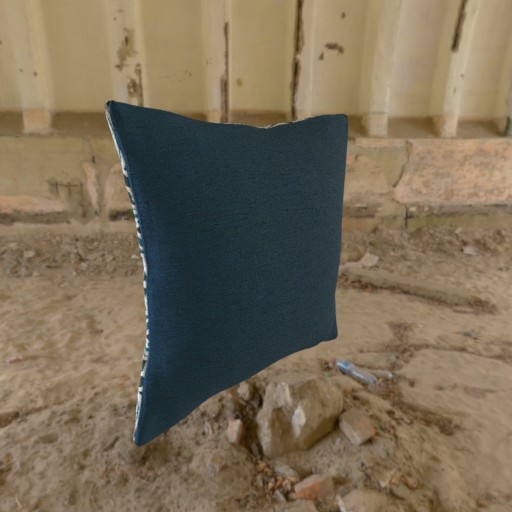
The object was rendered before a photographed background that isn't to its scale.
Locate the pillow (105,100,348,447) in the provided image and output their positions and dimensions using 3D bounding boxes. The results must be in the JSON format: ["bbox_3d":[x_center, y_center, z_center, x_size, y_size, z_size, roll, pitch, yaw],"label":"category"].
[{"bbox_3d":[0.000,0.000,0.657,0.145,0.420,0.440,15,22,43],"label":"pillow"}]
